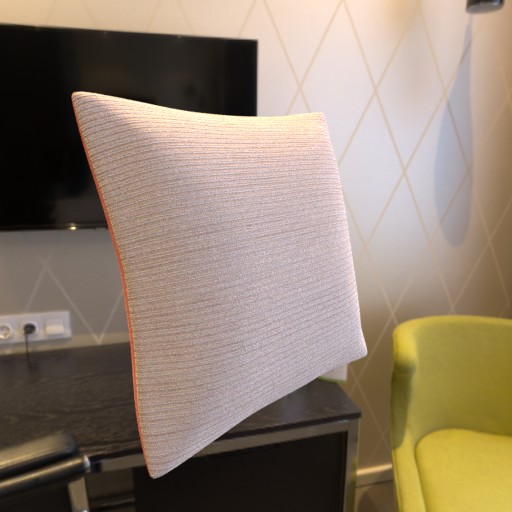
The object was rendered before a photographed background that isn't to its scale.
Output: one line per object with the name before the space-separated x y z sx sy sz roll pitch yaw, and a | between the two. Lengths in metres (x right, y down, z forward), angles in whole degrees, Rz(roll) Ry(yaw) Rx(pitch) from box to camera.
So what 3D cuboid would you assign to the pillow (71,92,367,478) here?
pillow | 0.000 0.000 0.608 0.424 0.401 0.177 -13 19 -43
